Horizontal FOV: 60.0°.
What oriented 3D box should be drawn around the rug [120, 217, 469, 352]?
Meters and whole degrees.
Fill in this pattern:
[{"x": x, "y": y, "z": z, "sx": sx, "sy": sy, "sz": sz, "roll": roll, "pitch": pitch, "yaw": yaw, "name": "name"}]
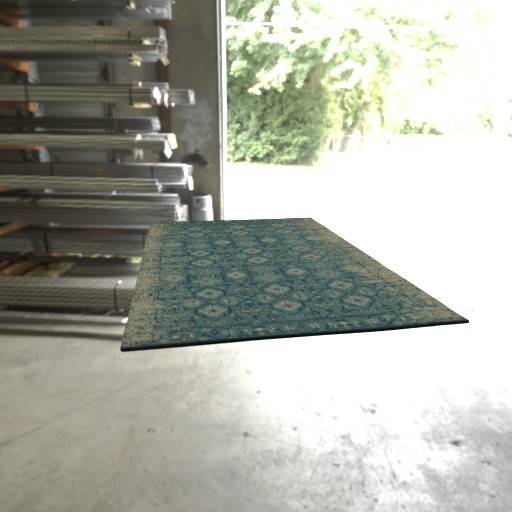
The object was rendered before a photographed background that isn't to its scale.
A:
[{"x": 0.000, "y": 0.000, "z": 3.006, "sx": 1.530, "sy": 0.015, "sz": 2.449, "roll": -3, "pitch": 16, "yaw": -10, "name": "rug"}]
